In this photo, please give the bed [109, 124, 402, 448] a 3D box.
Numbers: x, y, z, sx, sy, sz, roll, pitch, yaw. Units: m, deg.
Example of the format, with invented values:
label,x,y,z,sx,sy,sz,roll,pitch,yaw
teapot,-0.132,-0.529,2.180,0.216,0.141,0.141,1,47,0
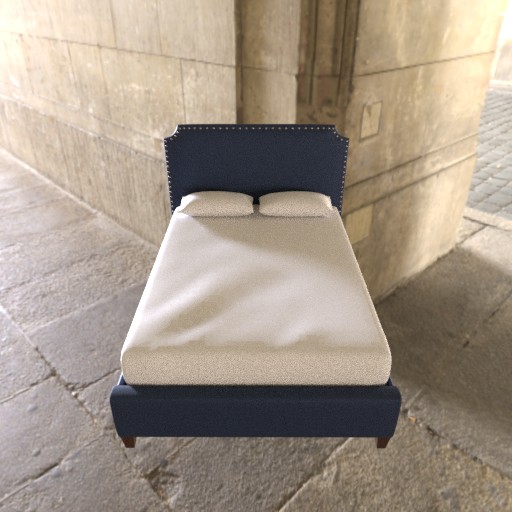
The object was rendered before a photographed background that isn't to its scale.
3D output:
label,x,y,z,sx,sy,sz,roll,pitch,yaw
bed,0.000,0.000,3.402,1.712,1.443,2.372,0,31,0
